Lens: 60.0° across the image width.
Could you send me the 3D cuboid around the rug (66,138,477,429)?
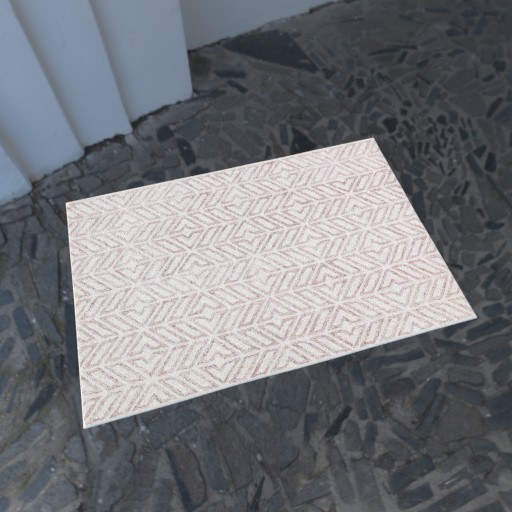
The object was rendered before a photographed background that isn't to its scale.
[{"bbox_3d":[0.000,0.000,2.265,1.828,0.007,1.220,-14,60,-8],"label":"rug"}]
